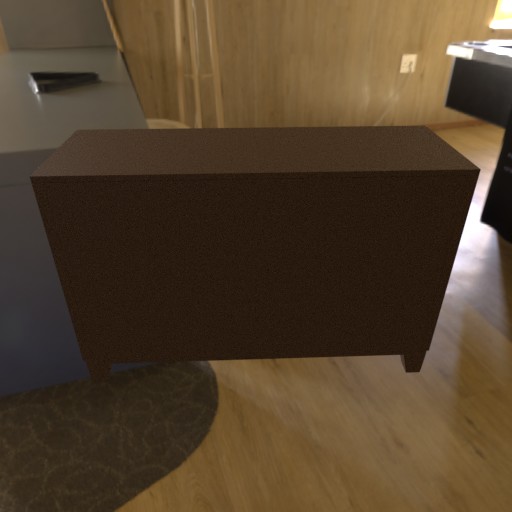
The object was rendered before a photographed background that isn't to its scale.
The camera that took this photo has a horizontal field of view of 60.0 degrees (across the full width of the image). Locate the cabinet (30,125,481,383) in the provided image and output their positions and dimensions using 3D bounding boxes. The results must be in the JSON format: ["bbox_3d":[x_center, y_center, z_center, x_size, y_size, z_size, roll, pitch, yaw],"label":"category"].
[{"bbox_3d":[0.000,0.000,1.818,1.396,0.914,0.482,-1,32,-2],"label":"cabinet"}]
